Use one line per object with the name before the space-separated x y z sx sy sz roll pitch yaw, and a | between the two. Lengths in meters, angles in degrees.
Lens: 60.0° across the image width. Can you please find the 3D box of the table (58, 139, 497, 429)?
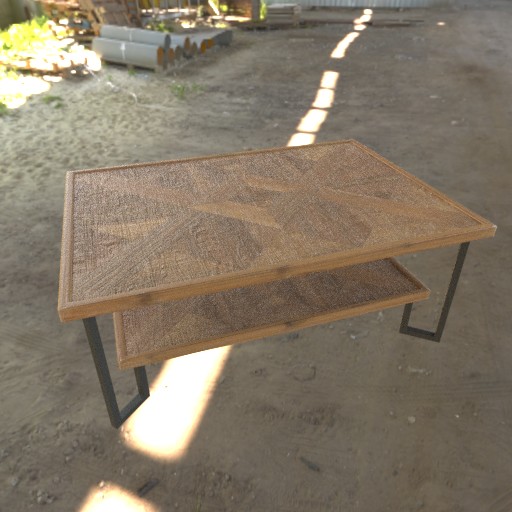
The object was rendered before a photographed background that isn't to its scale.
table | 0.000 0.000 1.645 1.238 0.492 0.877 -10 34 -16
